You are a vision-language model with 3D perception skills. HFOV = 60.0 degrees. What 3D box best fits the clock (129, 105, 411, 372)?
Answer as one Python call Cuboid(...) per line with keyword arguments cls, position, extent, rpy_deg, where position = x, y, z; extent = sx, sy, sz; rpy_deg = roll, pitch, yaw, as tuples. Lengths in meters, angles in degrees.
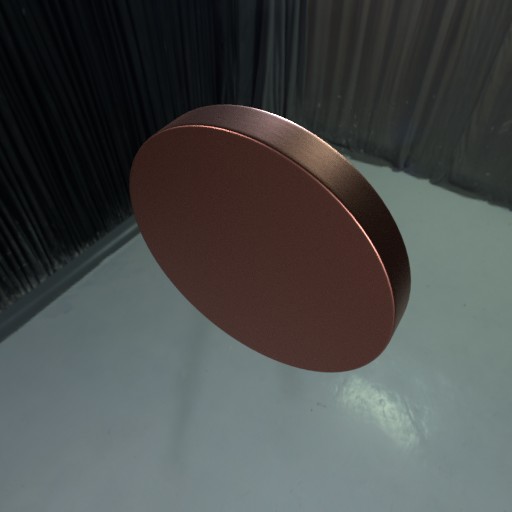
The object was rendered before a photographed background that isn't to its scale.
Cuboid(cls="clock", position=(0.000, 0.000, 0.467), extent=(0.313, 0.313, 0.040), rpy_deg=(26, 53, 21))
